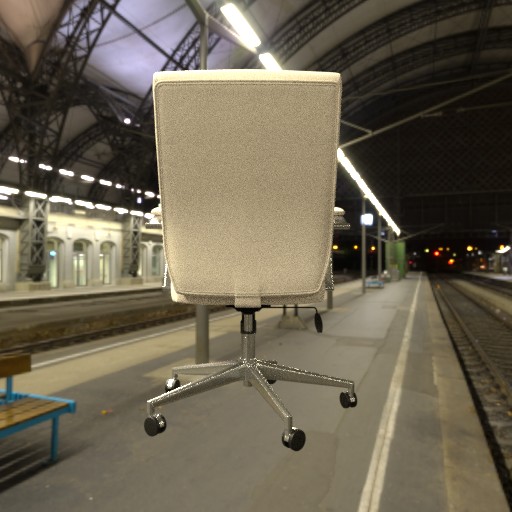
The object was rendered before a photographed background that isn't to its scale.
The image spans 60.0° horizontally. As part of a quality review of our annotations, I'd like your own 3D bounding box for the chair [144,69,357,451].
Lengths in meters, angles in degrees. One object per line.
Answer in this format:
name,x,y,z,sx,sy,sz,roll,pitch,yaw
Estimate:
chair,0.000,0.000,1.596,0.727,1.099,0.745,0,-1,-1
